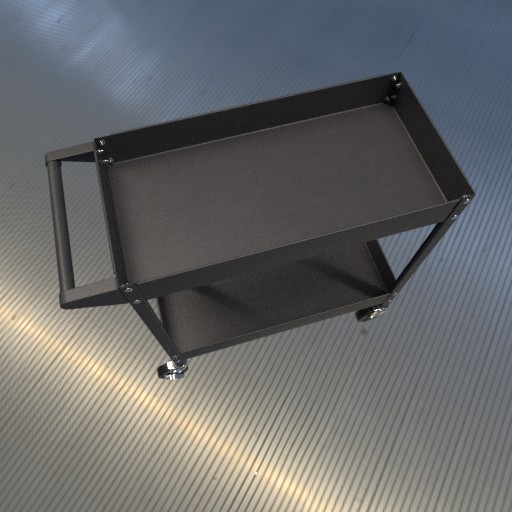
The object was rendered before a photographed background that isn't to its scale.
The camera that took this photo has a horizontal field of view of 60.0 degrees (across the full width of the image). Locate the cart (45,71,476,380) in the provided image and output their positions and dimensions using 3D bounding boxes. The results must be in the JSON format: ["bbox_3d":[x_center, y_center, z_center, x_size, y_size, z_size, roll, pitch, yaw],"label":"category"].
[{"bbox_3d":[0.000,0.000,1.164,0.779,0.719,0.366,-15,65,-7],"label":"cart"}]
